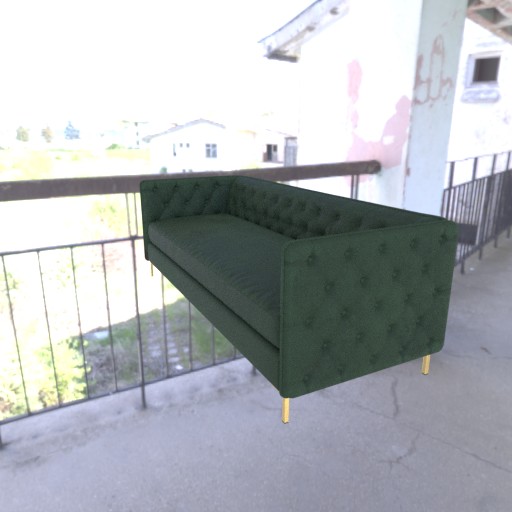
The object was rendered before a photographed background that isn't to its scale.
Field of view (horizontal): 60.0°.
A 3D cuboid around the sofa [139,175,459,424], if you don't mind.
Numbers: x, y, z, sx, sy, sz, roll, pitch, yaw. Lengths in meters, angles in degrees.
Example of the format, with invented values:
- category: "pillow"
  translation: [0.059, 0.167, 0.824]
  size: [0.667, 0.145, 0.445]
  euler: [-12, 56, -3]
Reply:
- category: "sofa"
  translation: [0.000, 0.000, 2.745]
  size: [0.895, 0.771, 2.209]
  euler: [-8, 18, -26]
